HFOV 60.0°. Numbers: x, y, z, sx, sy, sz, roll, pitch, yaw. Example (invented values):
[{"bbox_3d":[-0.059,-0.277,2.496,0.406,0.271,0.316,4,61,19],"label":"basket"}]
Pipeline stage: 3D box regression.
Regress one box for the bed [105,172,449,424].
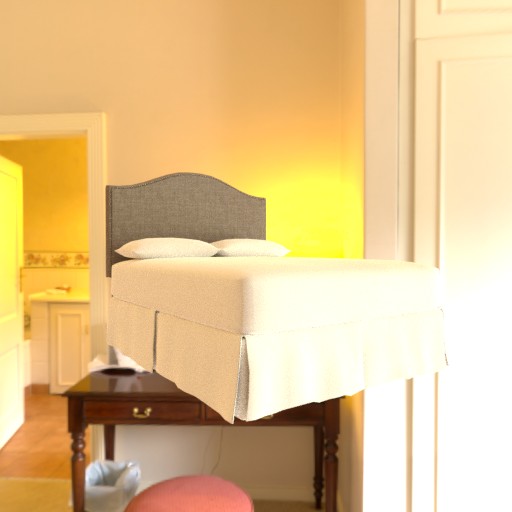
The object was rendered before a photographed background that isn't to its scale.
[{"bbox_3d":[0.000,0.000,3.307,1.713,1.518,2.153,-1,1,-35],"label":"bed"}]
